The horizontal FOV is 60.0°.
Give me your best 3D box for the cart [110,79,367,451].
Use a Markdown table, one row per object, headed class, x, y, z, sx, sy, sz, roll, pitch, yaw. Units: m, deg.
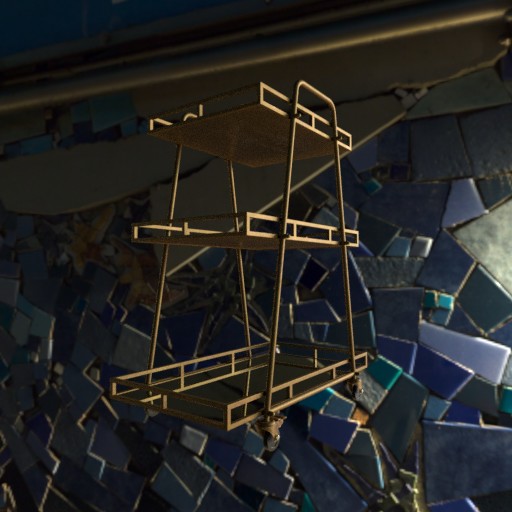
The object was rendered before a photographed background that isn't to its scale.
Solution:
| class | x | y | z | sx | sy | sz | roll | pitch | yaw |
| --- | --- | --- | --- | --- | --- | --- | --- | --- | --- |
| cart | 0.000 | 0.000 | 1.288 | 0.441 | 0.883 | 0.711 | -1 | -2 | 36 |
